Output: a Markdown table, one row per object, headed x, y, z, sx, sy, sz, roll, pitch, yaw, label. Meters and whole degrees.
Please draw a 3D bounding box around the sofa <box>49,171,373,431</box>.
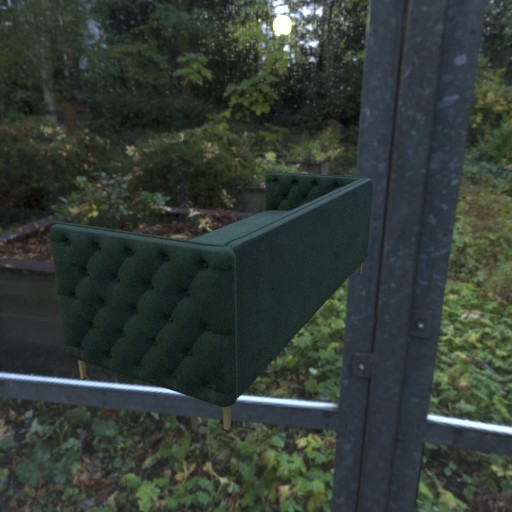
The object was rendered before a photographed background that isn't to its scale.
| x | y | z | sx | sy | sz | roll | pitch | yaw | label |
| --- | --- | --- | --- | --- | --- | --- | --- | --- | --- |
| 0.000 | 0.000 | 2.694 | 0.895 | 0.771 | 2.209 | 9 | 19 | 26 | sofa |
